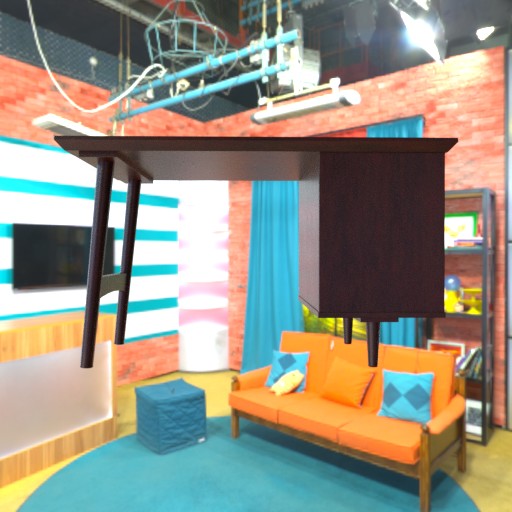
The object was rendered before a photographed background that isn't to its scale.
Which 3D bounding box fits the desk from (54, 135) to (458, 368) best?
[{"bbox_3d":[0.000,0.000,1.707,1.277,0.758,0.612,0,0,-1],"label":"desk"}]
